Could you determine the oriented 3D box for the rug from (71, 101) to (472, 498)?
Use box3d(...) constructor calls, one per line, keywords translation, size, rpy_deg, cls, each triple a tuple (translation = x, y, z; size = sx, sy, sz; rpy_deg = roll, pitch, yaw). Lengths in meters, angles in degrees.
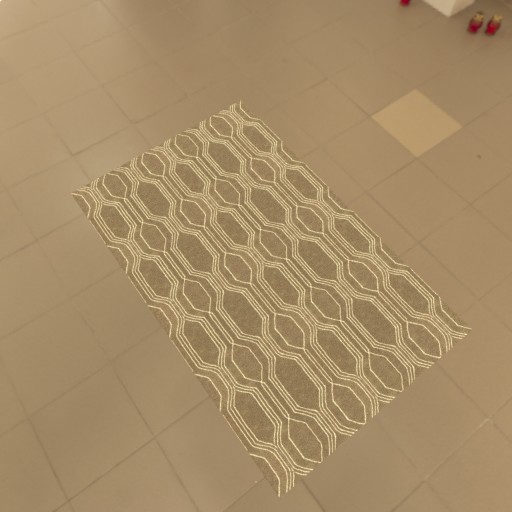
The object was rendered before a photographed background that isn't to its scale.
box3d(translation=(0.000, 0.000, 3.008), size=(1.541, 0.012, 2.457), rpy_deg=(-34, 68, -16), cls="rug")
